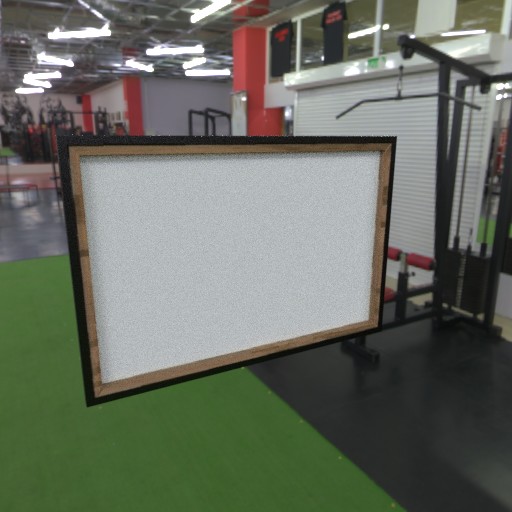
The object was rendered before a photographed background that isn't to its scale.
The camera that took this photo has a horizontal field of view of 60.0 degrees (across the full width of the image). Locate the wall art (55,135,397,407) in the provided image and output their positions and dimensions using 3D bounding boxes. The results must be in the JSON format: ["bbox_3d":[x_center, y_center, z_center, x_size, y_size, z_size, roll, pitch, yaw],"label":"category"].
[{"bbox_3d":[0.000,0.000,0.851,0.659,0.446,0.022,-8,17,-27],"label":"wall art"}]
